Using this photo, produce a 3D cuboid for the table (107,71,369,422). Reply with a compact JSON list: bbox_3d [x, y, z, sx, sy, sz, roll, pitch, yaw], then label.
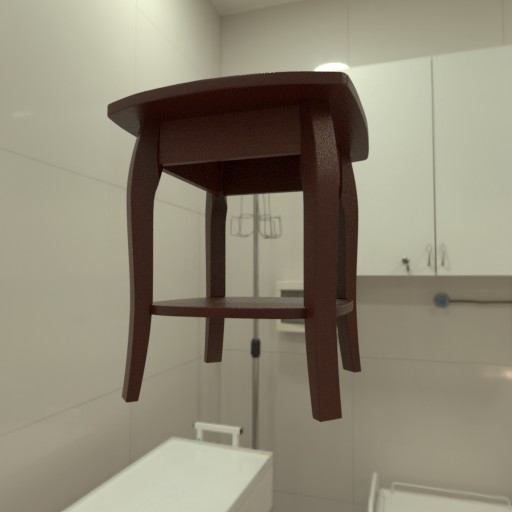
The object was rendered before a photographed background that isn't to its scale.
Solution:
[{"bbox_3d":[0.000,0.000,0.875,0.433,0.496,0.502,-1,-3,18],"label":"table"}]
